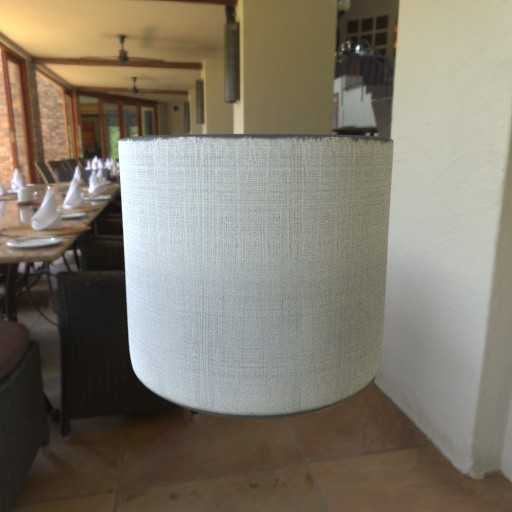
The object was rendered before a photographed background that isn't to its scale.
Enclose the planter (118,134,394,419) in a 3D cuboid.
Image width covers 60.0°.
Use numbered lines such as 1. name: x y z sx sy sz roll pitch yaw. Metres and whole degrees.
1. planter: 0.000 0.000 0.394 0.226 0.201 0.226 0 13 0
